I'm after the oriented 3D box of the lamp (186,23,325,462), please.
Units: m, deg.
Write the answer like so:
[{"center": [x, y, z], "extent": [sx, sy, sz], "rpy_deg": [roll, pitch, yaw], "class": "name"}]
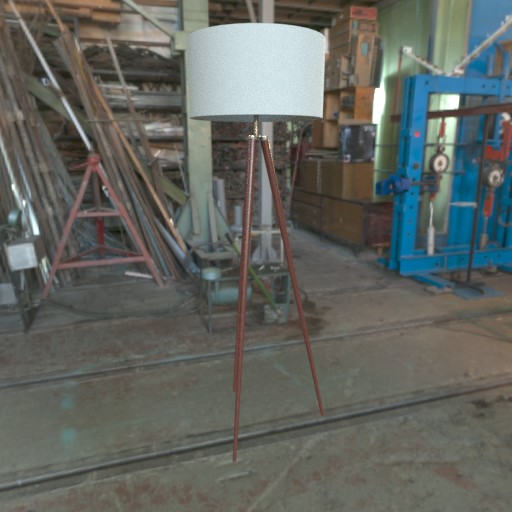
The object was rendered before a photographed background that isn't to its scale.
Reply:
[{"center": [0.000, 0.000, 1.744], "extent": [0.483, 1.553, 0.483], "rpy_deg": [7, 16, 26], "class": "lamp"}]
